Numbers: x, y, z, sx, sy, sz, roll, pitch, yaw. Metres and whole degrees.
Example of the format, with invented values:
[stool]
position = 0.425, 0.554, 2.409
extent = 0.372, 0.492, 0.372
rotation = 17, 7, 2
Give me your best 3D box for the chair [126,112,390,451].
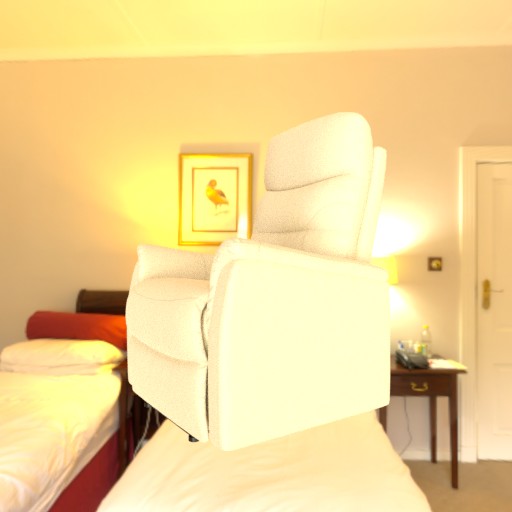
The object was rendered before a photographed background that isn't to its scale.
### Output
[chair]
position = 0.000, 0.000, 1.653
extent = 0.831, 1.082, 0.775
rotation = 0, 0, -34
